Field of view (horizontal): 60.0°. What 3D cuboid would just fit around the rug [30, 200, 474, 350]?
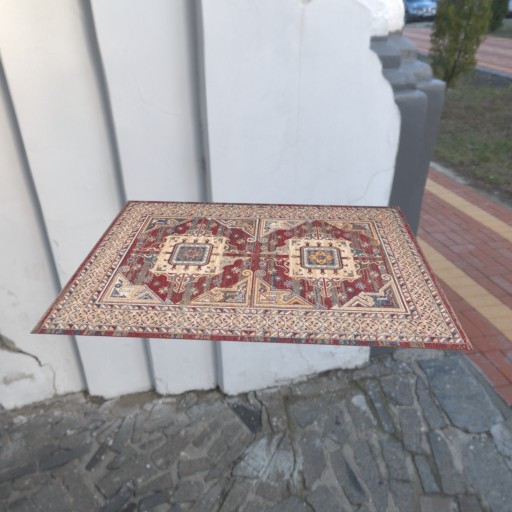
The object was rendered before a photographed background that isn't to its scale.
[{"bbox_3d":[0.000,0.000,4.204,3.197,0.013,2.381,2,31,3],"label":"rug"}]
